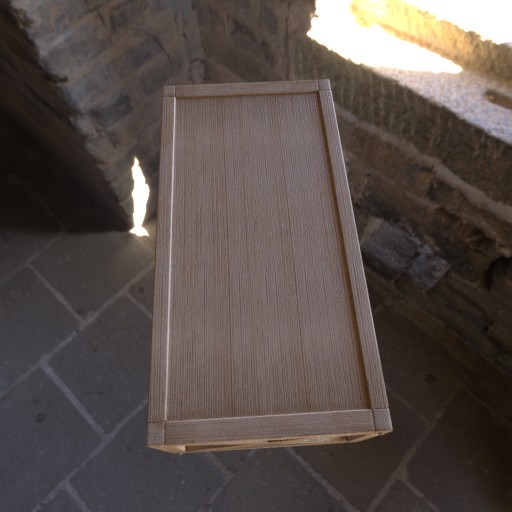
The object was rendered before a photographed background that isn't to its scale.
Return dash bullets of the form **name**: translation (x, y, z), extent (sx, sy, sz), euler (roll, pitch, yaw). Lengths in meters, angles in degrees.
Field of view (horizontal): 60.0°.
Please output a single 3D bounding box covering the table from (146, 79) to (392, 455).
- **table**: translation (0.000, 0.000, 1.671), extent (0.660, 0.457, 1.321), euler (-3, 64, -1)
